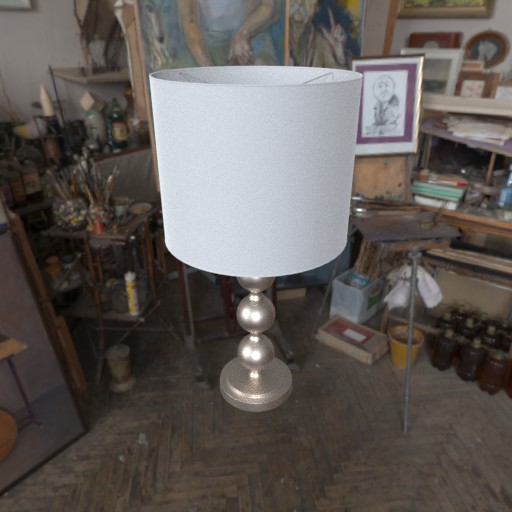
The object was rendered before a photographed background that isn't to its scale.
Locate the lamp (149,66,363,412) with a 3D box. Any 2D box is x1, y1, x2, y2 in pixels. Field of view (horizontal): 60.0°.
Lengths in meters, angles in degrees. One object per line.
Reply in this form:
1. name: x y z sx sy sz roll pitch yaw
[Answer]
1. lamp: 0.000 0.000 0.703 0.277 0.538 0.277 0 27 0
